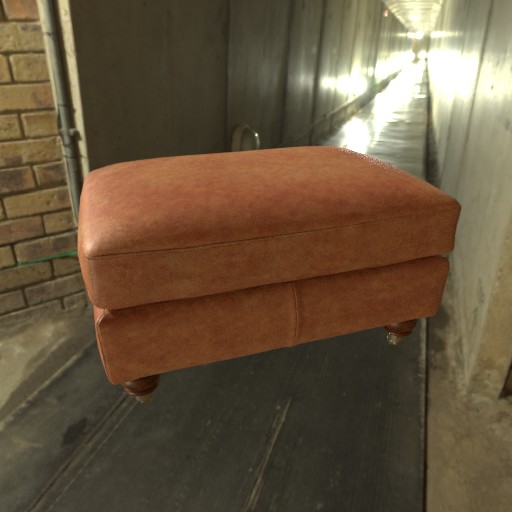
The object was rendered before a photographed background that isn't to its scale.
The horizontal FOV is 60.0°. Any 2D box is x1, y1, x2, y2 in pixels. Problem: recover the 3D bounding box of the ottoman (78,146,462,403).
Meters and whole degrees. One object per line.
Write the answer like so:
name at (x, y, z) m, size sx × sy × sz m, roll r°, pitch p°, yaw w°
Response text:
ottoman at (0.000, 0.000, 1.198) m, size 0.852 × 0.507 × 0.565 m, roll -9°, pitch 28°, yaw -16°
